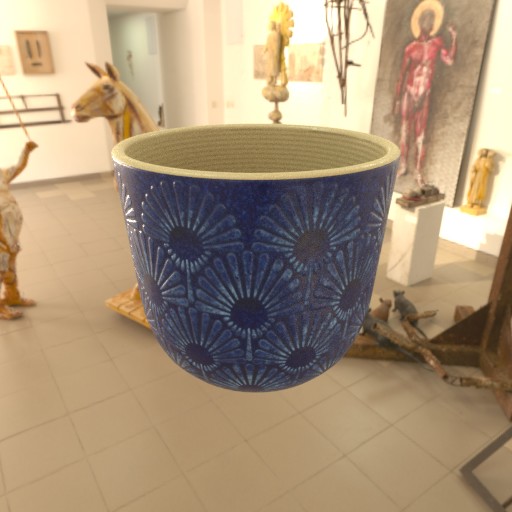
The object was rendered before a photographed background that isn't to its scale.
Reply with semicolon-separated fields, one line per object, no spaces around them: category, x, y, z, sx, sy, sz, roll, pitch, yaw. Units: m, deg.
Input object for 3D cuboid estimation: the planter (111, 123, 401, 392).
planter;0.000;0.000;0.301;0.170;0.153;0.170;0;24;0
